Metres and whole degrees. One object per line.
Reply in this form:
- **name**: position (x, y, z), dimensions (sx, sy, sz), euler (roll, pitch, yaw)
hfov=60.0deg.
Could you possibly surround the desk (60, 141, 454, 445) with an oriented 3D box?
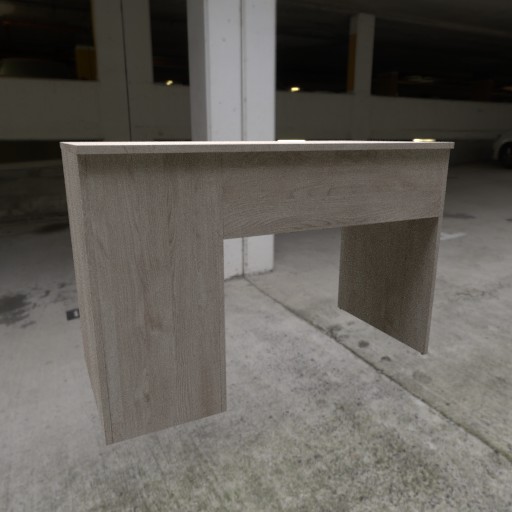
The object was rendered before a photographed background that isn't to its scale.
- **desk**: position (0.000, 0.000, 1.479), dimensions (1.097, 0.735, 0.560), euler (-7, 17, -25)
